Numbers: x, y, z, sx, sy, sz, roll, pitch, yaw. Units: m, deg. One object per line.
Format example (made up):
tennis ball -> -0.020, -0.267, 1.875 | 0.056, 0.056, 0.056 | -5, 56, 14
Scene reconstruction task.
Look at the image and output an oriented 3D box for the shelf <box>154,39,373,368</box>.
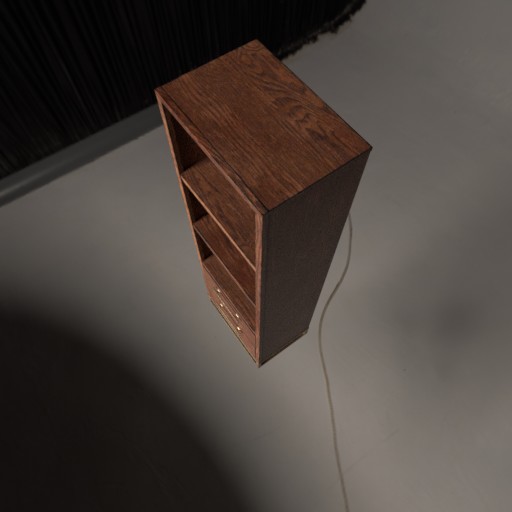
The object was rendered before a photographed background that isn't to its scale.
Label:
shelf -> 0.000, 0.000, 2.018 | 0.395, 1.732, 0.539 | -33, 68, -15
